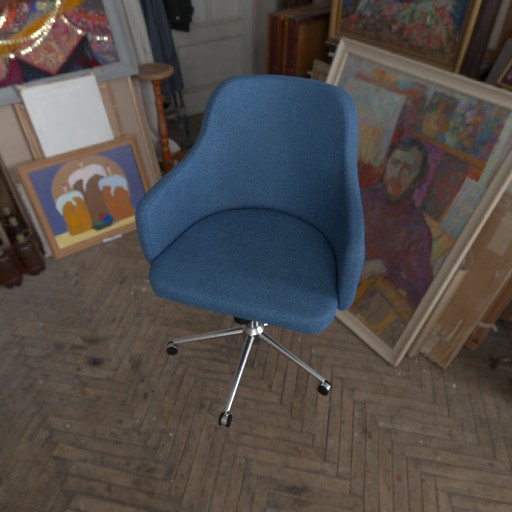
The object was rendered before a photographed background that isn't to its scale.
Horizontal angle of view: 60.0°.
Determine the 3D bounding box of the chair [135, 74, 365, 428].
[{"bbox_3d":[0.000,0.000,1.286,0.599,0.820,0.655,12,43,13],"label":"chair"}]
